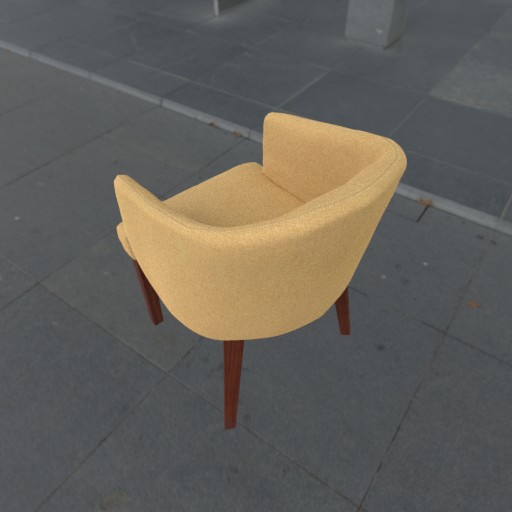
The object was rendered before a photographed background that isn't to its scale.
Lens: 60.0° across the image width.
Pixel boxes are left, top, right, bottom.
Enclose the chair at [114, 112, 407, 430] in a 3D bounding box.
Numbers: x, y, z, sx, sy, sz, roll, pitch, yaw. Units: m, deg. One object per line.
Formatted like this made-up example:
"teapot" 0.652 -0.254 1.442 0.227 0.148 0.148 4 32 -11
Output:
"chair" 0.000 0.000 1.252 0.583 0.811 0.655 -31 53 -27
